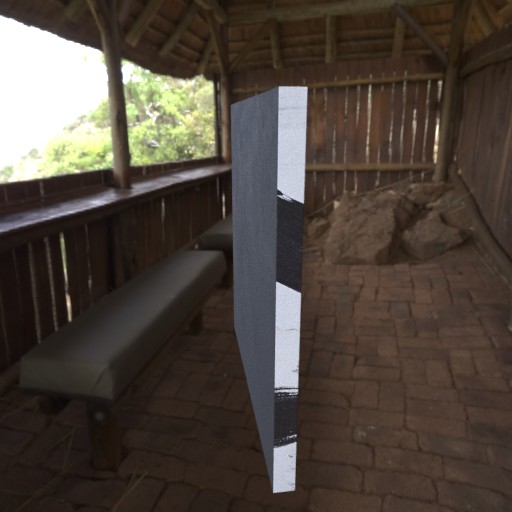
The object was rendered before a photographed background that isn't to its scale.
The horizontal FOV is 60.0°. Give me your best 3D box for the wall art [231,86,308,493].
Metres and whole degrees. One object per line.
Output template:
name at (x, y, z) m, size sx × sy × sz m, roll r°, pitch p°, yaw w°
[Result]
wall art at (0.000, 0.000, 1.145) m, size 0.046 × 0.765 × 0.765 m, roll -2°, pitch 17°, yaw -8°
